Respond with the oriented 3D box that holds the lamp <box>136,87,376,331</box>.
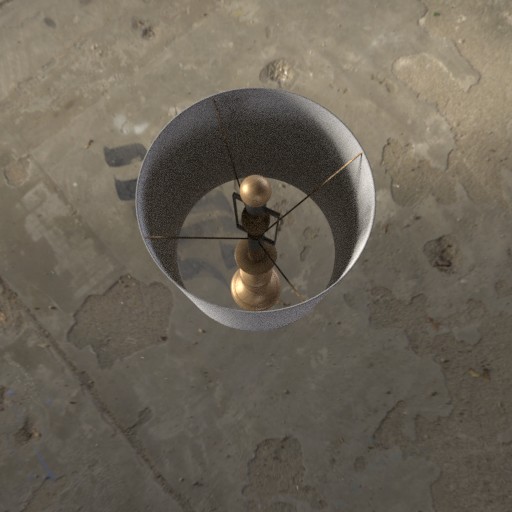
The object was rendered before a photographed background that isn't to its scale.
[{"bbox_3d":[0.000,0.000,0.729,0.250,0.597,0.250,-22,77,-5],"label":"lamp"}]
